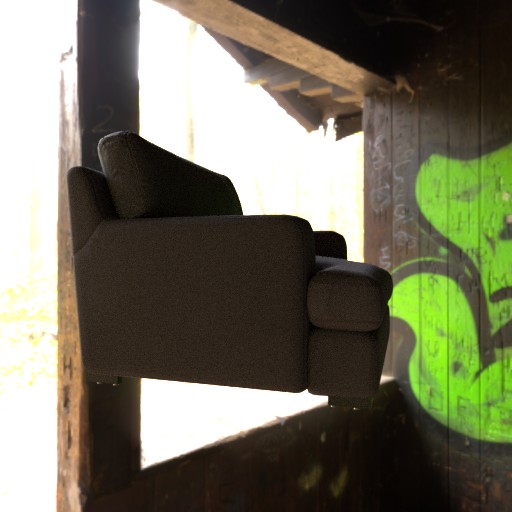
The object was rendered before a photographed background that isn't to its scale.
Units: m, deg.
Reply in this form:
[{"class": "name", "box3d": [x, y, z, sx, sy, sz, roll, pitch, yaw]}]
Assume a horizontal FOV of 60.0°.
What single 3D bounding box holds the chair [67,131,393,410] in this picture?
[{"class": "chair", "box3d": [0.000, 0.000, 1.974, 1.143, 0.940, 1.168, 0, 0, 19]}]
